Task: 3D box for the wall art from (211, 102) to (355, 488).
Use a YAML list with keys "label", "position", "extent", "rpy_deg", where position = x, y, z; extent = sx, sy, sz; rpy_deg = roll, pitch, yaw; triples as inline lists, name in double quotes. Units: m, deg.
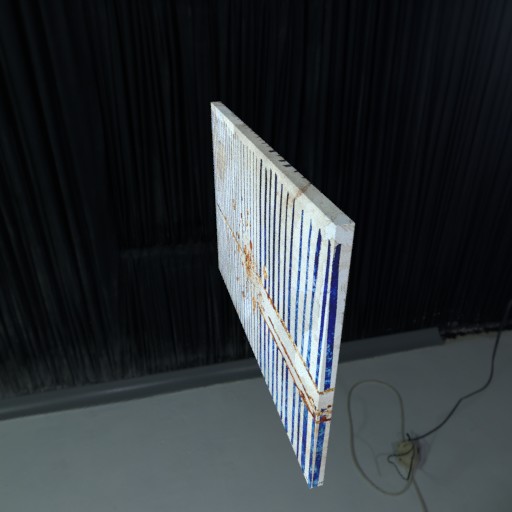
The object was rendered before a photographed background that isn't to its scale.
- label: "wall art"
  position: [0.000, 0.000, 1.160]
  extent: [0.030, 0.609, 0.919]
  rpy_deg: [-8, 31, -14]
